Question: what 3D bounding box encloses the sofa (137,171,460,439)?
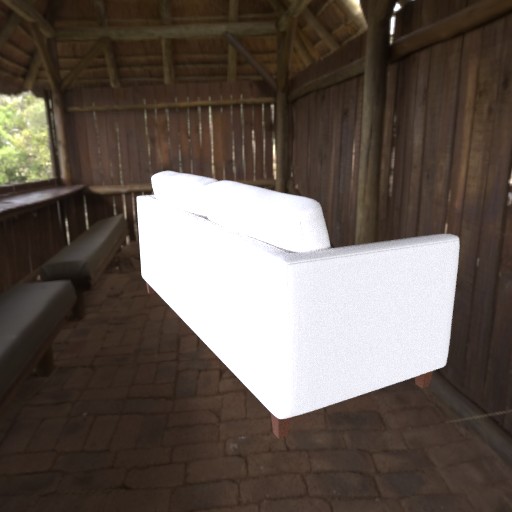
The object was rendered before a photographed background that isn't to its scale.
[{"bbox_3d":[0.000,0.000,2.650,0.924,0.933,2.139,-7,16,-27],"label":"sofa"}]
